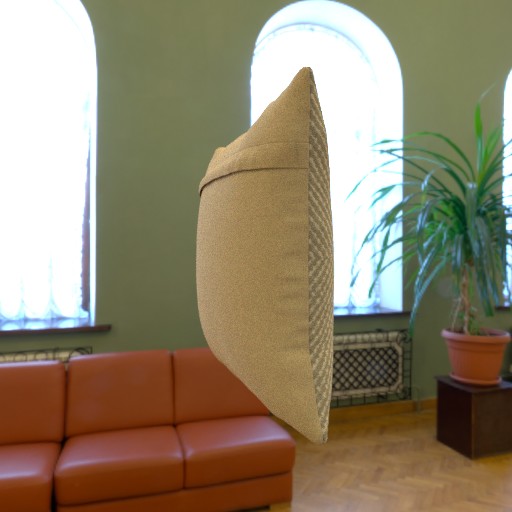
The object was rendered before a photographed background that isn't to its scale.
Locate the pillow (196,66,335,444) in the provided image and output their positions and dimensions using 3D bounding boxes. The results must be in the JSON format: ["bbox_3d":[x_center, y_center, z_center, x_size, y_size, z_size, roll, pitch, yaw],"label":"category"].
[{"bbox_3d":[0.000,0.000,0.743,0.181,0.458,0.459,0,0,-19],"label":"pillow"}]
